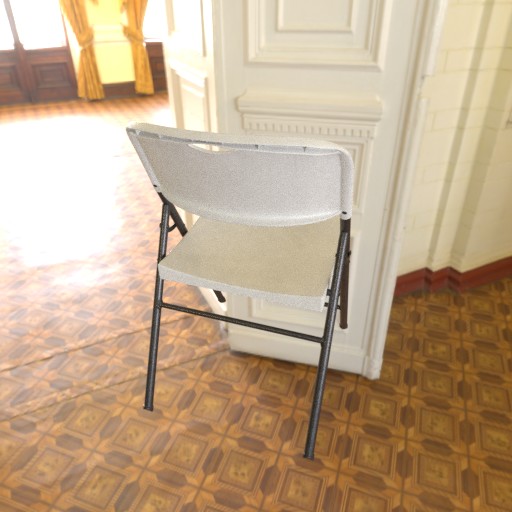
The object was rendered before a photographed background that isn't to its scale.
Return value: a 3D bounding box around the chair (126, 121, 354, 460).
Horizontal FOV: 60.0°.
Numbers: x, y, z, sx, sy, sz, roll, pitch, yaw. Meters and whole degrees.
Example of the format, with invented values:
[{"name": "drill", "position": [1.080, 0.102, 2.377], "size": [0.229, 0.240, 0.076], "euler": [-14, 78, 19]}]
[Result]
[{"name": "chair", "position": [0.000, 0.000, 1.191], "size": [0.494, 0.810, 0.566], "euler": [10, 33, 16]}]
